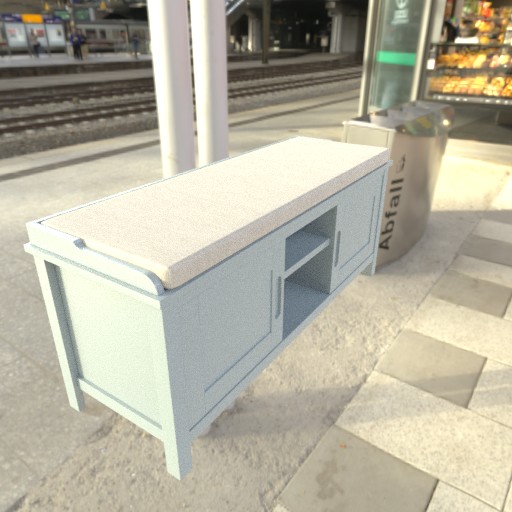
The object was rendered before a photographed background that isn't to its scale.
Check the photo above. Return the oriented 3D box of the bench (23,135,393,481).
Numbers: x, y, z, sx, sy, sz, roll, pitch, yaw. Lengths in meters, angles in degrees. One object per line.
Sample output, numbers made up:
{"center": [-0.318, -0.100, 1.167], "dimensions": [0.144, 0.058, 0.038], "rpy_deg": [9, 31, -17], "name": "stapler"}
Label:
{"center": [0.000, 0.000, 1.336], "dimensions": [0.398, 0.501, 1.140], "rpy_deg": [17, 31, 30], "name": "bench"}
